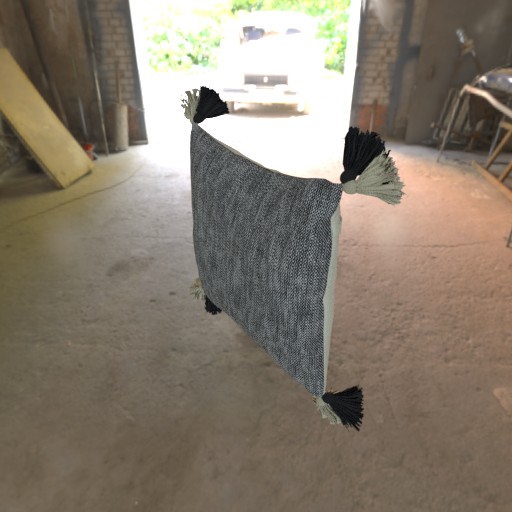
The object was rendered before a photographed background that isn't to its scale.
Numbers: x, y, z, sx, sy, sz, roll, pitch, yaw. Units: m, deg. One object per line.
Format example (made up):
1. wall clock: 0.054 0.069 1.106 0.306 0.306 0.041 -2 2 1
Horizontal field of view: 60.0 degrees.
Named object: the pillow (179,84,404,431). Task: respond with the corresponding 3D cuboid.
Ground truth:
1. pillow: 0.000 0.000 0.982 0.170 0.659 0.654 -21 38 -31
